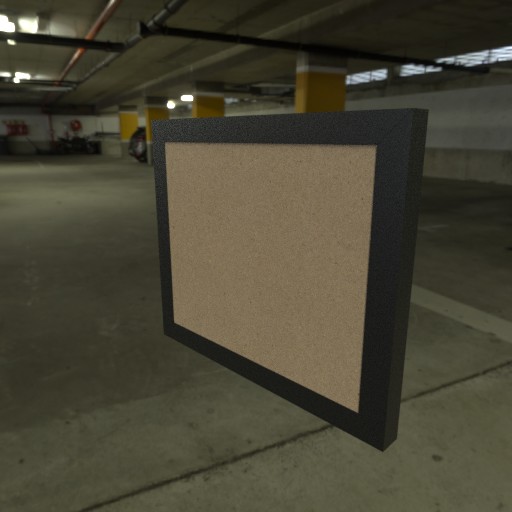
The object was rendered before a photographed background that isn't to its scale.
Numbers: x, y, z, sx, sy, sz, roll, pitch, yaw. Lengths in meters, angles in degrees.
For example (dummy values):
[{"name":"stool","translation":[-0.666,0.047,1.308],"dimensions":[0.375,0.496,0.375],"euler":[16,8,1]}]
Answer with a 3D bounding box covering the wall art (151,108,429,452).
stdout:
[{"name":"wall art","translation":[0.000,0.000,0.533],"dimensions":[0.381,0.321,0.028],"euler":[15,21,43]}]
